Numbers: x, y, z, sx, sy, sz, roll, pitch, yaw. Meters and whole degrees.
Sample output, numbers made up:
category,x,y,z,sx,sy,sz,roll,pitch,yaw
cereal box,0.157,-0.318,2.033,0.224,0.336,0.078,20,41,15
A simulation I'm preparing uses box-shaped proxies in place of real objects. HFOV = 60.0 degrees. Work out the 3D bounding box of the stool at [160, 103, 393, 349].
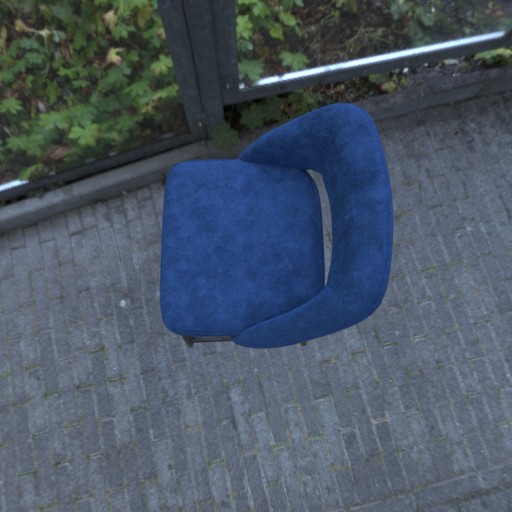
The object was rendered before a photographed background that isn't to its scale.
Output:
category,x,y,z,sx,sy,sz,roll,pitch,yaw
stool,0.000,0.000,1.273,0.524,0.925,0.536,-1,76,0
